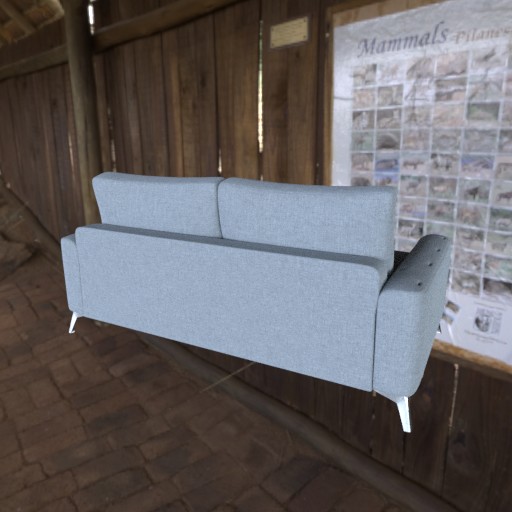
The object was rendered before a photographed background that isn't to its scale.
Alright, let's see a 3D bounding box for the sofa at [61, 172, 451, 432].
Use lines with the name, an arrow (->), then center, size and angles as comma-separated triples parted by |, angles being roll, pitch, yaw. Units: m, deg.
sofa -> 0.000, 0.000, 2.111 | 1.650, 0.790, 0.920 | 8, 17, 27
